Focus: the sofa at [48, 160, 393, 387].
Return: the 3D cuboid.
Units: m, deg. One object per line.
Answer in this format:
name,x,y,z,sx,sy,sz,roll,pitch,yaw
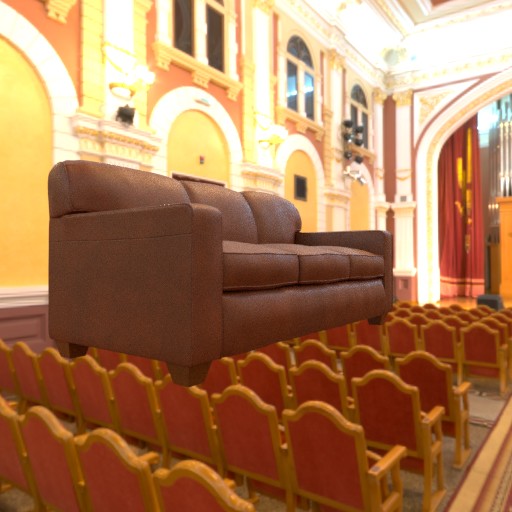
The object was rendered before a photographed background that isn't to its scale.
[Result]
sofa,0.000,0.000,2.605,1.008,0.953,2.039,0,-1,37
